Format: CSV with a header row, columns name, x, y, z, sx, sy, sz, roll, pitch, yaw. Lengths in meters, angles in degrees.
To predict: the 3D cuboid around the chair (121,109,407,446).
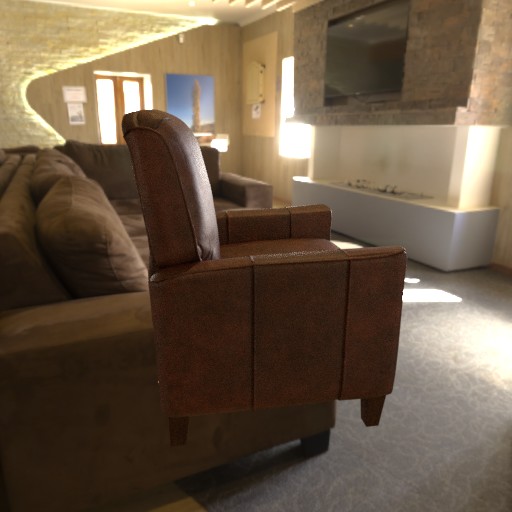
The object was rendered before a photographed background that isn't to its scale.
name,x,y,z,sx,sy,sz,roll,pitch,yaw
chair,0.000,0.000,1.677,0.836,1.043,0.843,-3,16,-9
